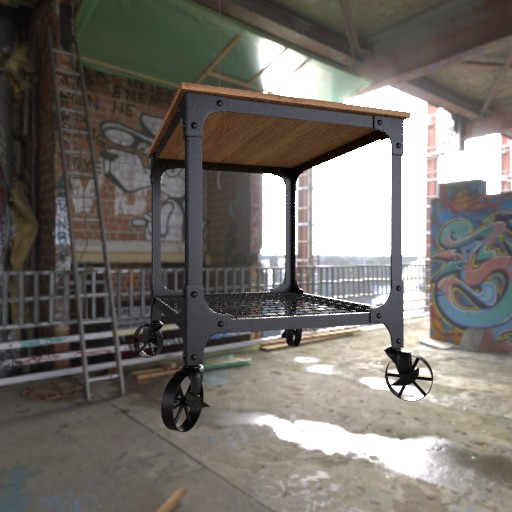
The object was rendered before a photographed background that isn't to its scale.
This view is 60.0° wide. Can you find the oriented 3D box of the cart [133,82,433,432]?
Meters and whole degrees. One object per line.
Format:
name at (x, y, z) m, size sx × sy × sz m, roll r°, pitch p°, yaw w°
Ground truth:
cart at (0.000, 0.000, 1.124) m, size 0.558 × 0.603 × 0.666 m, roll 0°, pitch 0°, yaw -20°
